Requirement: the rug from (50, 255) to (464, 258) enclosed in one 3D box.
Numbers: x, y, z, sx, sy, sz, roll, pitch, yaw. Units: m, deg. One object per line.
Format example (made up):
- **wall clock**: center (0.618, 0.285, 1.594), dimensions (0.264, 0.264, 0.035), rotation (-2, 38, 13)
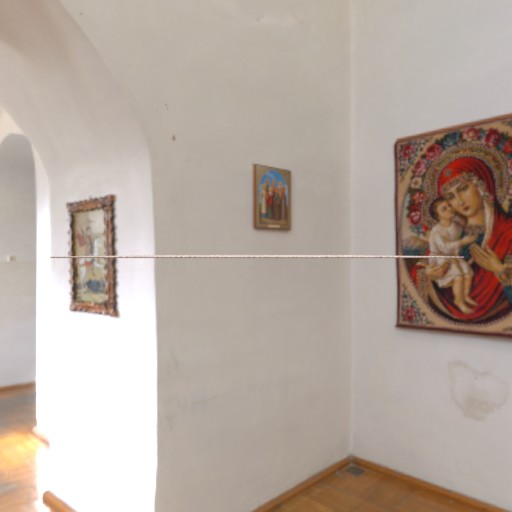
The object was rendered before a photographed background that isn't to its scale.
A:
- **rug**: center (0.000, 0.000, 4.131), dimensions (2.442, 0.008, 3.046), rotation (0, 0, 0)
